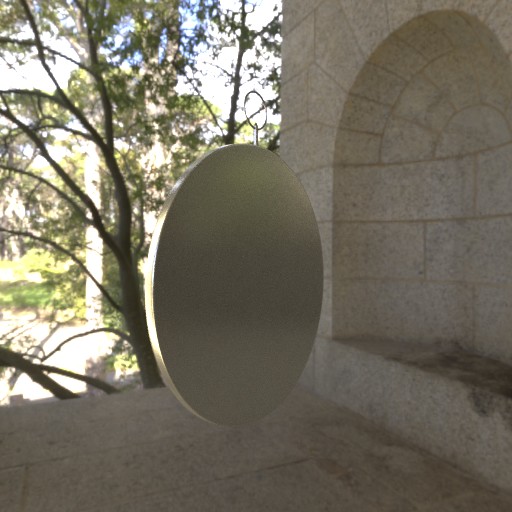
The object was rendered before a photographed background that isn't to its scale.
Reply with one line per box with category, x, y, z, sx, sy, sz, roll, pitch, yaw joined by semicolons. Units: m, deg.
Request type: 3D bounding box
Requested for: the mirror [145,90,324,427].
mirror;0.000;0.000;0.964;0.020;0.713;0.594;0;1;36
